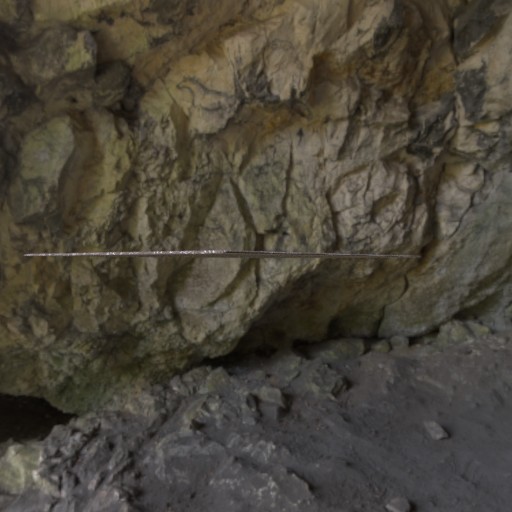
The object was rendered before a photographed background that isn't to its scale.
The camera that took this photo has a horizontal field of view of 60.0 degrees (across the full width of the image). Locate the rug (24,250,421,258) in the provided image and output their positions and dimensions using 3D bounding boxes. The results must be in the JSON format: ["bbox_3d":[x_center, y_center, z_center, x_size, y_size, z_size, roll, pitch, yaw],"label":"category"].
[{"bbox_3d":[0.000,0.000,3.099,1.541,0.012,2.457,0,-1,37],"label":"rug"}]
